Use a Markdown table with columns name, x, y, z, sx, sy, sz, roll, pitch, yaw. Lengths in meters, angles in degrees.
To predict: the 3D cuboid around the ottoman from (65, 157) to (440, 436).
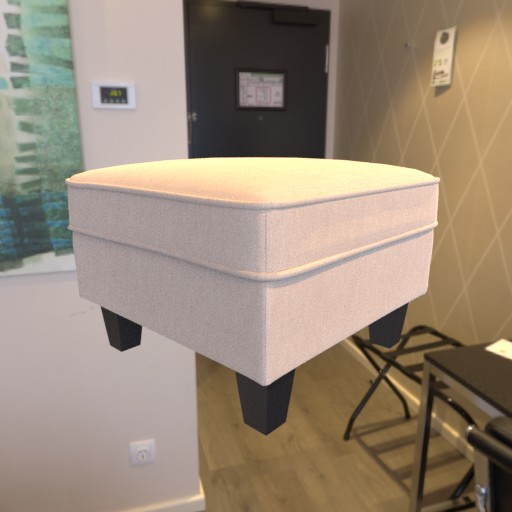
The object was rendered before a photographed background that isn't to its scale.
| name | x | y | z | sx | sy | sz | roll | pitch | yaw |
| --- | --- | --- | --- | --- | --- | --- | --- | --- | --- |
| ottoman | 0.000 | 0.000 | 1.016 | 0.613 | 0.438 | 0.616 | 13 | 19 | 41 |
